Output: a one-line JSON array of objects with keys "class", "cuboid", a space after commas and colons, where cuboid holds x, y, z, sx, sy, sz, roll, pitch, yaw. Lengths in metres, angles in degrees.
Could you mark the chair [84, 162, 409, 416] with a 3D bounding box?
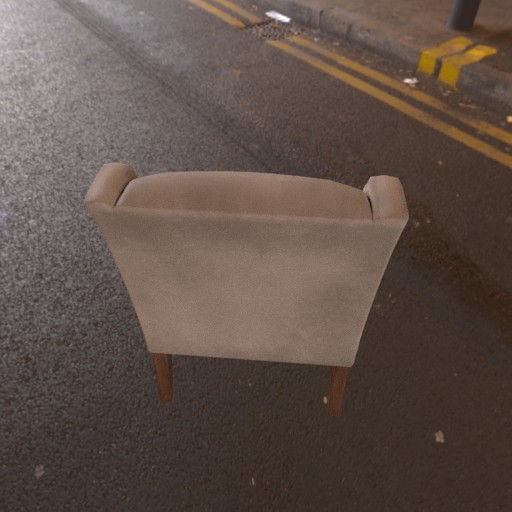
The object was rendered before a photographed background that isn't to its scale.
[{"class": "chair", "cuboid": [0.000, 0.000, 1.339, 0.629, 0.895, 0.629, 3, 46, 3]}]
